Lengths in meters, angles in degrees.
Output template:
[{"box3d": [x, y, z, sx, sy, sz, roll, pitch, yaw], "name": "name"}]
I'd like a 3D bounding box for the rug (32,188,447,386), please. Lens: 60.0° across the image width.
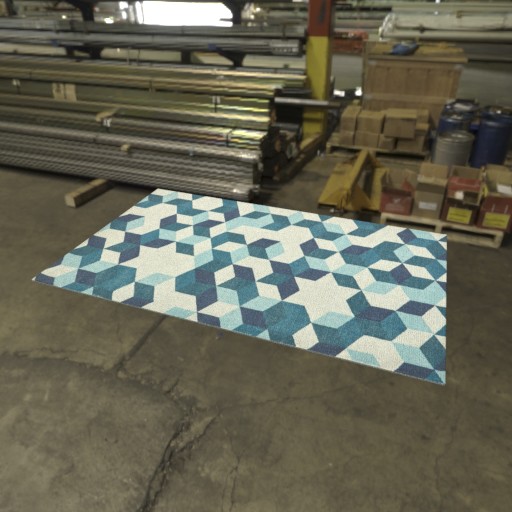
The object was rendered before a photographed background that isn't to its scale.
[{"box3d": [0.000, 0.000, 3.021, 2.438, 0.015, 1.518, 11, 34, 17], "name": "rug"}]
